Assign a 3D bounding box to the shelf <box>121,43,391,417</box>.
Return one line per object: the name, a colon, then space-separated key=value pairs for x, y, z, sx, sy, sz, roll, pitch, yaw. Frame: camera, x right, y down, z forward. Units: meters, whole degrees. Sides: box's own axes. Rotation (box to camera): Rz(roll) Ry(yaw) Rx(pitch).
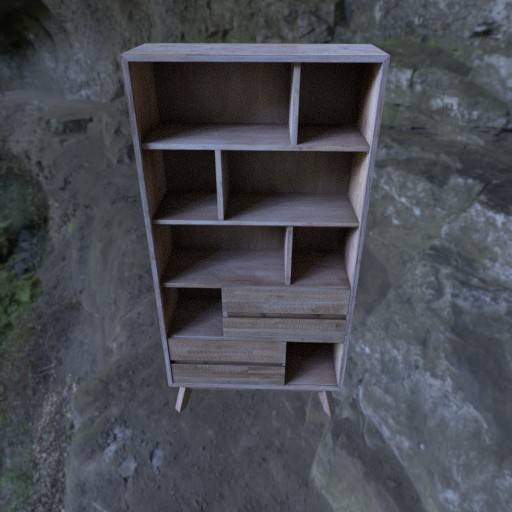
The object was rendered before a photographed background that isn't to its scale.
shelf: x=0.000 y=0.000 z=1.726 sx=0.748 sy=1.471 sz=0.308 roll=1 pitch=31 yaw=2
